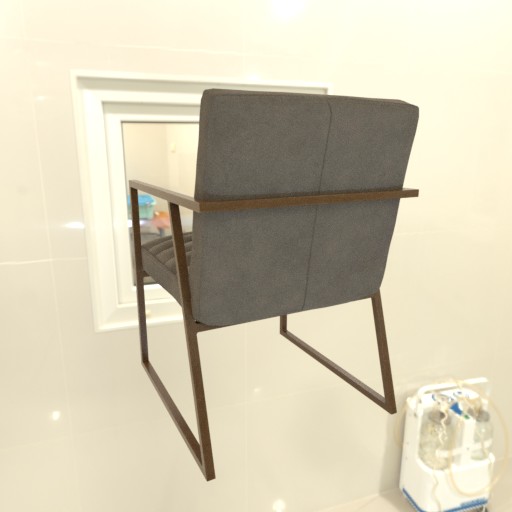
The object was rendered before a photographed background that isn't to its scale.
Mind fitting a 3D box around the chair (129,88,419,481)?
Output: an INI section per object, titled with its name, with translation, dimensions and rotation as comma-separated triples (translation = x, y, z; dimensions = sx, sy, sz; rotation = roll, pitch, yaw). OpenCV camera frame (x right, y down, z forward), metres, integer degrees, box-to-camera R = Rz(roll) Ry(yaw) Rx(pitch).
[chair]
translation = 0.000, 0.000, 1.295
dimensions = 0.578, 0.843, 0.682
rotation = -7, 16, -26
